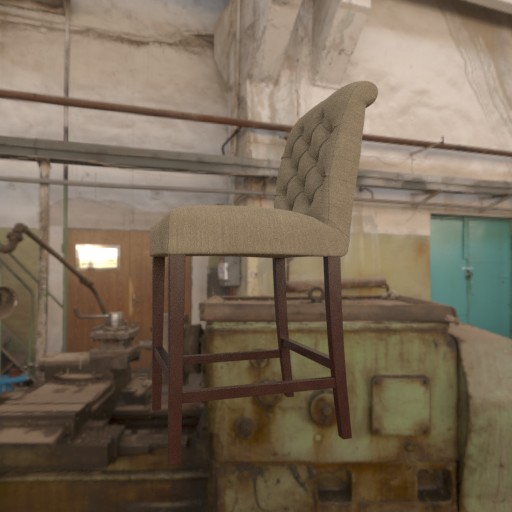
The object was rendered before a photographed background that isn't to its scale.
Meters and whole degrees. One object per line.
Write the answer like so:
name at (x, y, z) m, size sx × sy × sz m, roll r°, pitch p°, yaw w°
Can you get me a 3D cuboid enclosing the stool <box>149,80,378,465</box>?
stool at (0.000, 0.000, 1.464) m, size 0.660 × 1.084 × 0.486 m, roll 0°, pitch -1°, yaw -19°
